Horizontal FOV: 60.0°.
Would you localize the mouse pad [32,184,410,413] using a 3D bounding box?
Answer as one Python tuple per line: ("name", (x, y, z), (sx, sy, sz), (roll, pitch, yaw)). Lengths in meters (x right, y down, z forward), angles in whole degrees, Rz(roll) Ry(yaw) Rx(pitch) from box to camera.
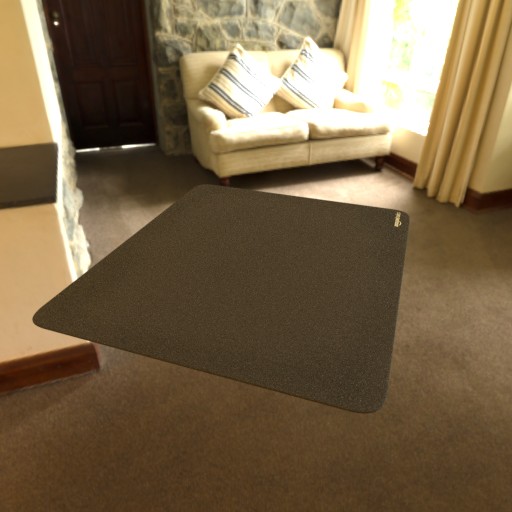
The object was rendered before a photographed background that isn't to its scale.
("mouse pad", (0.000, 0.000, 0.620), (0.393, 0.002, 0.451), (10, 32, 17))
